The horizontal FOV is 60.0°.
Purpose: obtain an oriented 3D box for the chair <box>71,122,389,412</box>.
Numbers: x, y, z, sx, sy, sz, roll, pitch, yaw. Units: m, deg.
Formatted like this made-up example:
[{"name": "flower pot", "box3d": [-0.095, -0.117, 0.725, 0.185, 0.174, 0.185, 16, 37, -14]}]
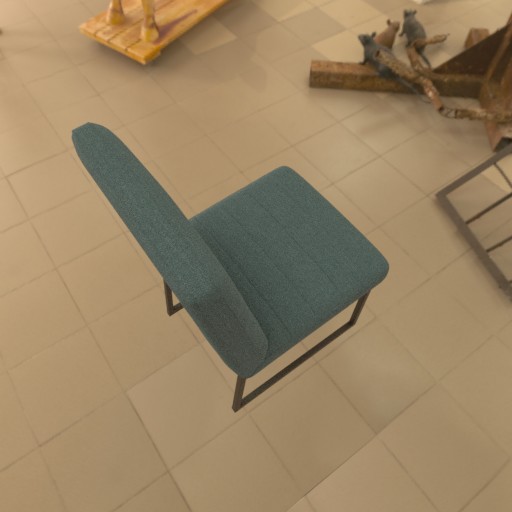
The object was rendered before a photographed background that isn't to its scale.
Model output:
[{"name": "chair", "box3d": [0.000, 0.000, 1.300, 0.634, 0.930, 0.520, -31, 63, -18]}]
